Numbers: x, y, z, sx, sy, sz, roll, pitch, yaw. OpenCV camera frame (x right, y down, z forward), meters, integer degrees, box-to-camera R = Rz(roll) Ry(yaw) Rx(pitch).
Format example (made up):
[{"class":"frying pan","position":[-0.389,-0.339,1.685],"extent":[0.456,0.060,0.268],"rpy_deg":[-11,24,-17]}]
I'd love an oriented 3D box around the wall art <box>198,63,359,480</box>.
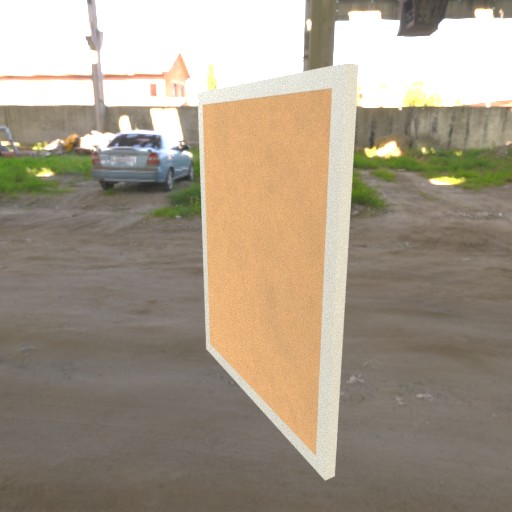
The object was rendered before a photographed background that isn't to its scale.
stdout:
[{"class":"wall art","position":[0.000,0.000,1.106],"extent":[0.026,0.811,0.661],"rpy_deg":[-8,18,-27]}]
